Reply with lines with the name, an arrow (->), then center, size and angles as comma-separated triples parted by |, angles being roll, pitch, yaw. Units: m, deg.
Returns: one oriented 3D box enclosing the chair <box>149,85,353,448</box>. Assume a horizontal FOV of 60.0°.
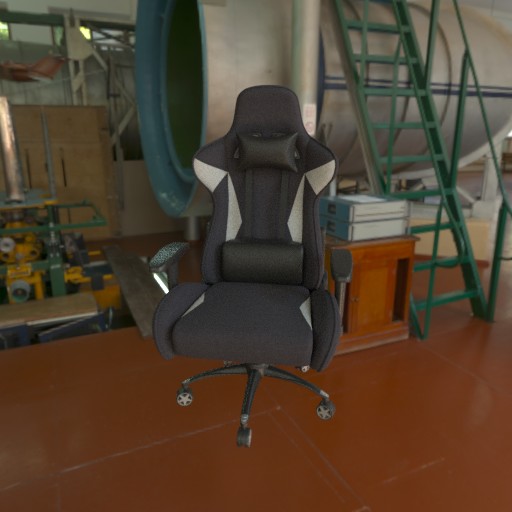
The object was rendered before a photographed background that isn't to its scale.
chair -> 0.000, 0.000, 1.727 | 0.730, 1.300, 0.695 | 3, 16, 9
